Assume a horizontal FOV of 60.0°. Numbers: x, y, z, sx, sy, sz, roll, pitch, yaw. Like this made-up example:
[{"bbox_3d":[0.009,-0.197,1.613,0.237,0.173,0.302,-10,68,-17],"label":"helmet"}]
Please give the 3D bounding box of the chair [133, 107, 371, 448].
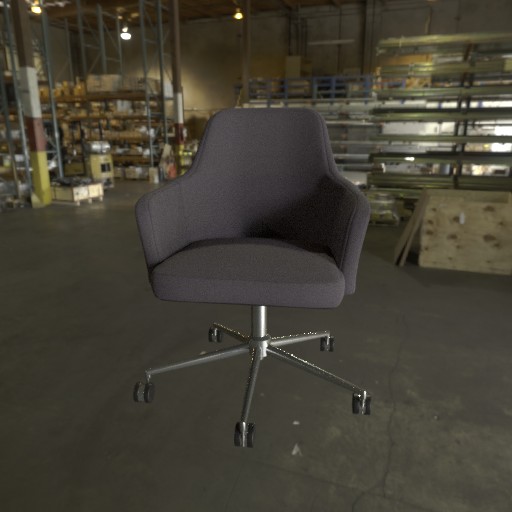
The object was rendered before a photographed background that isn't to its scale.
[{"bbox_3d":[0.000,0.000,1.244,0.655,0.820,0.600,2,16,8],"label":"chair"}]
